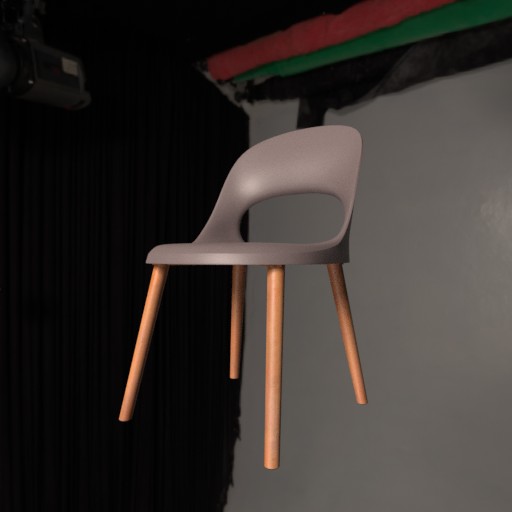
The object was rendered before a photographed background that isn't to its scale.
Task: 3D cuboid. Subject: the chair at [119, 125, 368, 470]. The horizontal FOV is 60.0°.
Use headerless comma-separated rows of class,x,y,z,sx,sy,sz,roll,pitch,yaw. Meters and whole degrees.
chair,0.000,0.000,1.158,0.470,0.794,0.556,0,0,35
